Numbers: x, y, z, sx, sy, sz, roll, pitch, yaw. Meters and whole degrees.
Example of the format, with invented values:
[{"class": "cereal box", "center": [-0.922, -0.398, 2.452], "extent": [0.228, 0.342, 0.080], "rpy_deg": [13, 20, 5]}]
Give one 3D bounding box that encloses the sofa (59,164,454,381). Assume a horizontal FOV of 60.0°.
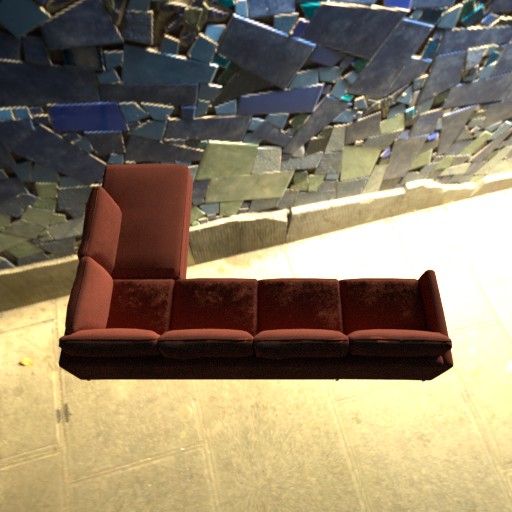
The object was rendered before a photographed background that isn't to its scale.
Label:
[{"class": "sofa", "center": [0.000, 0.000, 3.577], "extent": [2.736, 0.757, 1.879], "rpy_deg": [0, 62, 0]}]
